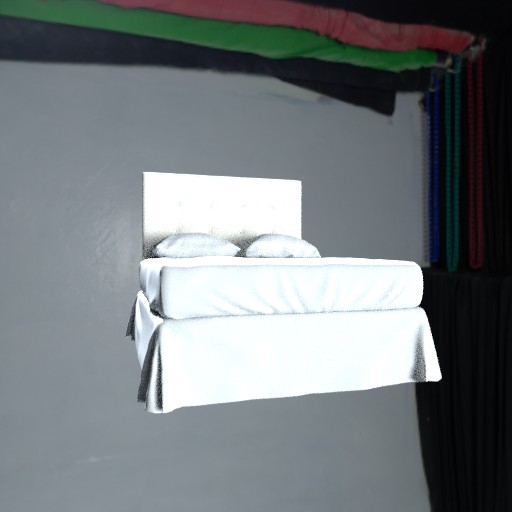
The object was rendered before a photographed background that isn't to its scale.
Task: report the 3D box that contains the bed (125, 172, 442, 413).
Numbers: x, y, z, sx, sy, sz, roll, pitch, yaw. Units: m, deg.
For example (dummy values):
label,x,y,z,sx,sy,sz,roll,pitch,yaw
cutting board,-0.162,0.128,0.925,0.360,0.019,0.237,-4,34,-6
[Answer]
label,x,y,z,sx,sy,sz,roll,pitch,yaw
bed,0.000,0.000,3.500,1.936,1.577,2.222,0,0,-18
